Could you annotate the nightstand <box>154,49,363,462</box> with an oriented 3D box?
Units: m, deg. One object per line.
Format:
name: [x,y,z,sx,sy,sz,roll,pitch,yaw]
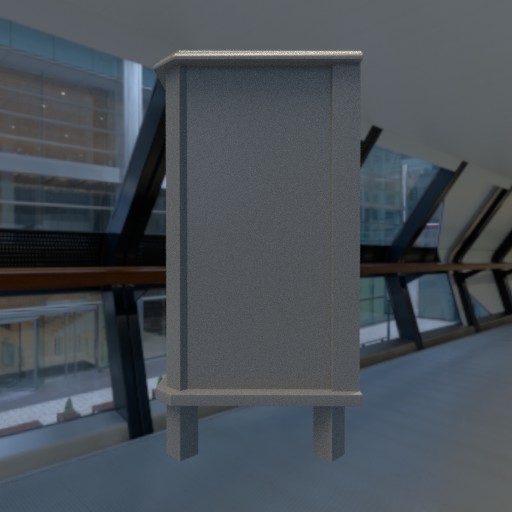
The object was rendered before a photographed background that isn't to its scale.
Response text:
nightstand: [0.000,0.000,0.936,0.348,0.680,0.435,0,1,0]
